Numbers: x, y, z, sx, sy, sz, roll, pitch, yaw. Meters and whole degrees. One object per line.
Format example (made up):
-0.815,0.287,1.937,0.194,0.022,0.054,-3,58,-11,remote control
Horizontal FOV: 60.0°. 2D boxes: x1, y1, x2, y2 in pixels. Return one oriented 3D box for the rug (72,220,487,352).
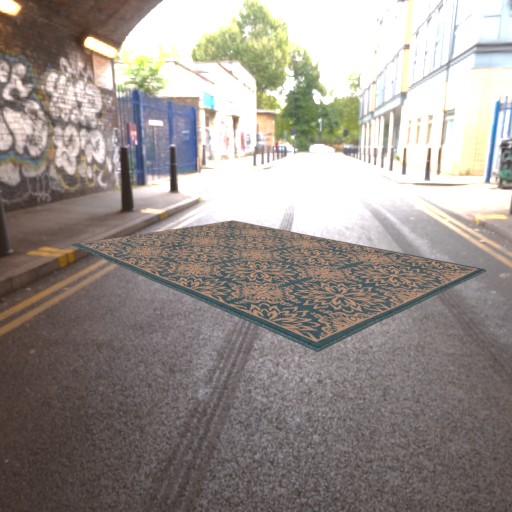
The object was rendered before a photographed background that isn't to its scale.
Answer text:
0.000,0.000,2.301,1.211,0.012,1.833,-13,19,-41,rug
